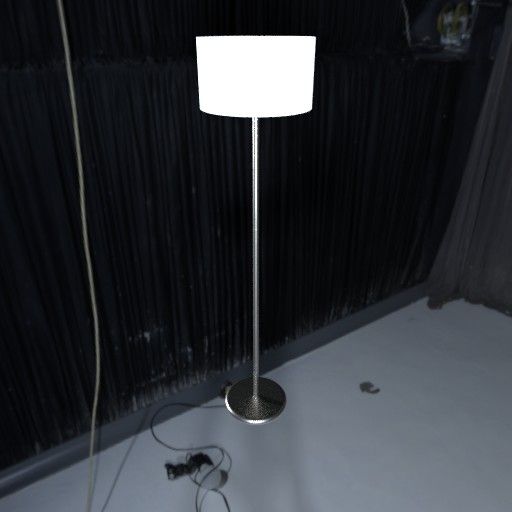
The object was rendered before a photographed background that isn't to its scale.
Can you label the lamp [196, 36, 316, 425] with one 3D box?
[{"bbox_3d":[0.000,0.000,1.628,0.347,1.443,0.347,-18,32,-31],"label":"lamp"}]
